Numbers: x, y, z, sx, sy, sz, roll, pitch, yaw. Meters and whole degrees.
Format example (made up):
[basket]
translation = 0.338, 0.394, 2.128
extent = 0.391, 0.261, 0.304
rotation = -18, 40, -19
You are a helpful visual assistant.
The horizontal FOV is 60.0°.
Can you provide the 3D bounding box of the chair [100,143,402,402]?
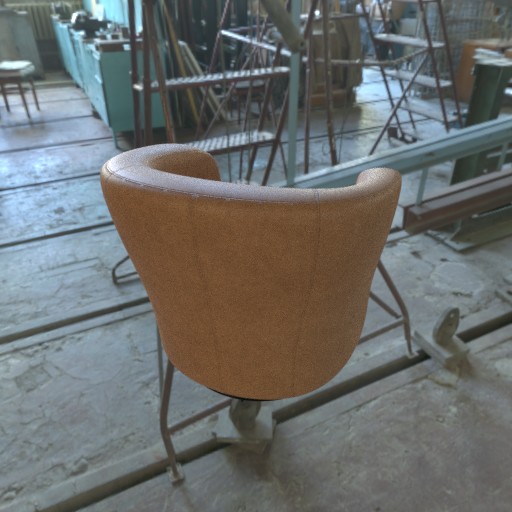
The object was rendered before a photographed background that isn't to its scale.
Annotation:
[chair]
translation = 0.000, 0.000, 1.403
extent = 0.791, 0.771, 0.815
rotation = 10, 34, 15
